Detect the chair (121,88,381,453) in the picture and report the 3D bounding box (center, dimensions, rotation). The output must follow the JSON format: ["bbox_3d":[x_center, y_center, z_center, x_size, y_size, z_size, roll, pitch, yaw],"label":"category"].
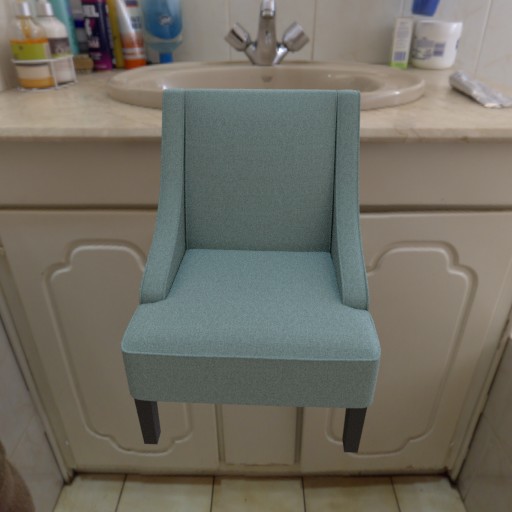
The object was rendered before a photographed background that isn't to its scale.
[{"bbox_3d":[0.000,0.000,1.802,0.857,1.133,1.025,1,30,2],"label":"chair"}]
